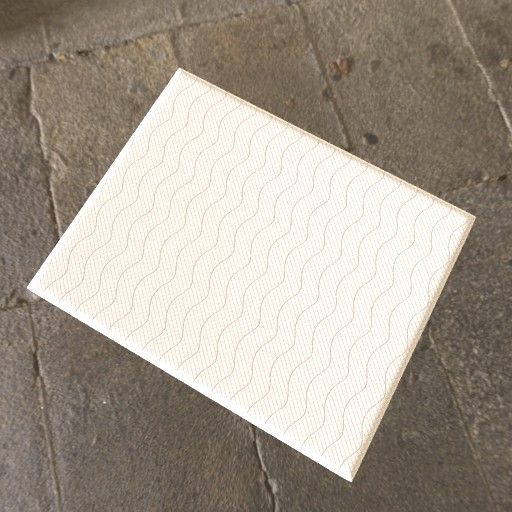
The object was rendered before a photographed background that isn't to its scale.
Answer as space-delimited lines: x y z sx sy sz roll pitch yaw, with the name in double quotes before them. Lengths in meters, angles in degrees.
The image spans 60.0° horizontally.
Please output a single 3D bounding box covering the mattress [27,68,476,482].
"mattress" 0.000 0.000 2.587 2.000 0.230 1.600 29 78 7
